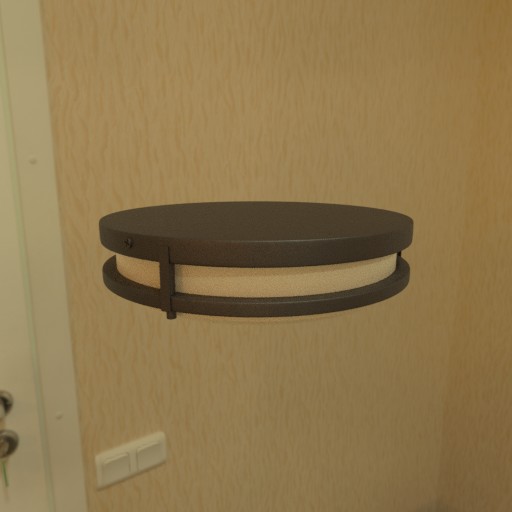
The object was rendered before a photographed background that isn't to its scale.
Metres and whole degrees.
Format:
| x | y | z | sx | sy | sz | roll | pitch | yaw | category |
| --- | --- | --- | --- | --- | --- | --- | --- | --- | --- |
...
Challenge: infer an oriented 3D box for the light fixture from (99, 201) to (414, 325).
| x | y | z | sx | sy | sz | roll | pitch | yaw | category |
| --- | --- | --- | --- | --- | --- | --- | --- | --- | --- |
| 0.000 | 0.000 | 0.538 | 0.356 | 0.102 | 0.356 | 0 | 12 | 0 | light fixture |
